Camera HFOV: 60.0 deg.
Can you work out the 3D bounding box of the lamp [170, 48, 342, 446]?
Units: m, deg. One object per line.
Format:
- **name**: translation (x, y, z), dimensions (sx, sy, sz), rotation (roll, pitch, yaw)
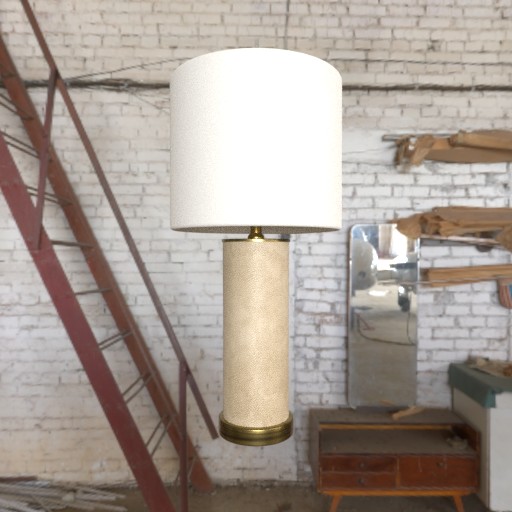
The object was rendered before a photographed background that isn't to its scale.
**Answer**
- **lamp**: translation (0.000, 0.000, 0.803), dimensions (0.305, 0.634, 0.305), rotation (0, 1, 34)
